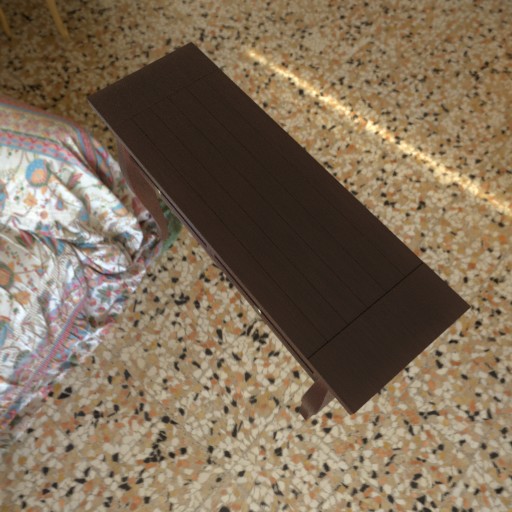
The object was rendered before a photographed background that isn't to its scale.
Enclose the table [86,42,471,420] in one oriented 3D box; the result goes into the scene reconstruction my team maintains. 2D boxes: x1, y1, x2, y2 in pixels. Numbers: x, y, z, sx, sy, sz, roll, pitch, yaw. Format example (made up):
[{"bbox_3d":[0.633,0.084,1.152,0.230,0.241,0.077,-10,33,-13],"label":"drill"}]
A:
[{"bbox_3d":[0.000,0.000,1.445,0.373,0.768,1.062,-36,70,-15],"label":"table"}]
